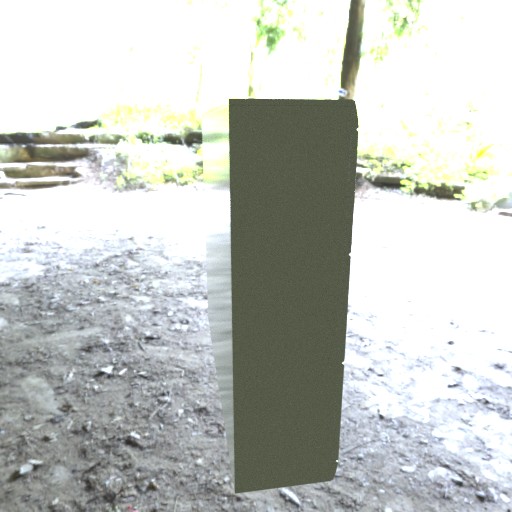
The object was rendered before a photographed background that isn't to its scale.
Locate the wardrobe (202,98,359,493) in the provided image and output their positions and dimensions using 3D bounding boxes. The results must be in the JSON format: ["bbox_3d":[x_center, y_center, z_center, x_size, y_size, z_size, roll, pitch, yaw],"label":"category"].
[{"bbox_3d":[0.000,0.000,1.906,0.360,1.200,1.340,-3,16,-9],"label":"wardrobe"}]
